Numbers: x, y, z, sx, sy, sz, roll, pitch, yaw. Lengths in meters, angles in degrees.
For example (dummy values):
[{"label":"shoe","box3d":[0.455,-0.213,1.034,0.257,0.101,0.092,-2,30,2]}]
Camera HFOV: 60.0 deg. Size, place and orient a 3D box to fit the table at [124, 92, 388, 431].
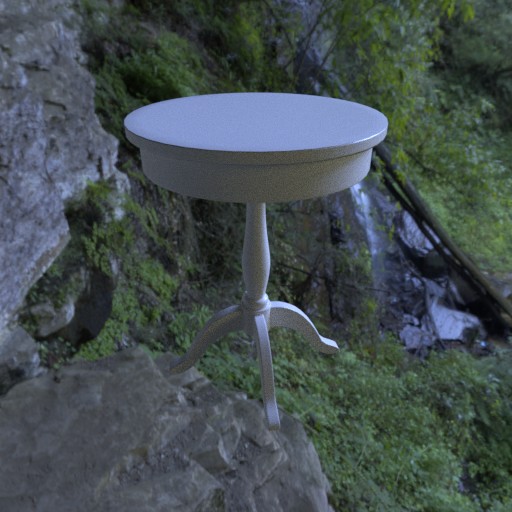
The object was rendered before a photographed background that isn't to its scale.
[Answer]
[{"label":"table","box3d":[0.000,0.000,1.049,0.513,0.653,0.513,0,30,0]}]
